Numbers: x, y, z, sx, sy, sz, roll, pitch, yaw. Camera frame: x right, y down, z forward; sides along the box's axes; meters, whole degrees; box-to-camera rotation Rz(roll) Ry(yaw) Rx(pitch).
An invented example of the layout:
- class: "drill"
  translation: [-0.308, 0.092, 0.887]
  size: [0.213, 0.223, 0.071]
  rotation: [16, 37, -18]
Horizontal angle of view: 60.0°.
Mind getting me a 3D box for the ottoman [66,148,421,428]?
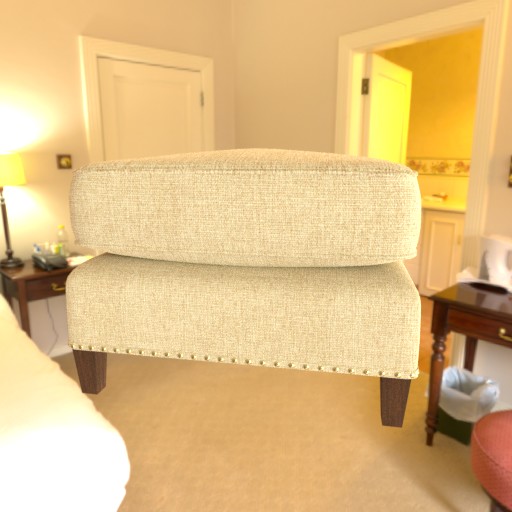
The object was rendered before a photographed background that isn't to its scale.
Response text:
- class: "ottoman"
  translation: [0.000, 0.000, 1.136]
  size: [0.738, 0.537, 0.589]
  rotation: [2, 13, 11]
